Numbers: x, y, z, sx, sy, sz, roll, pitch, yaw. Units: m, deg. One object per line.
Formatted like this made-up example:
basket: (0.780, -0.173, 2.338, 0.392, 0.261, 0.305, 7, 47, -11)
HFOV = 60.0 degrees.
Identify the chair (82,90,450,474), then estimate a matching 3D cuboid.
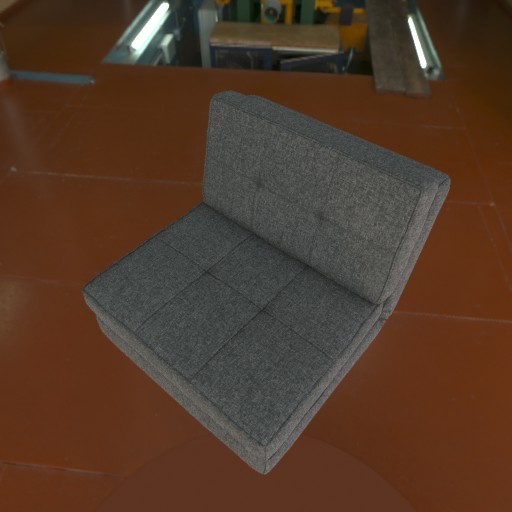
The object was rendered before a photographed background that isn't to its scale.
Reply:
chair: (0.000, 0.000, 1.310, 0.740, 0.615, 0.800, 32, 55, 26)
